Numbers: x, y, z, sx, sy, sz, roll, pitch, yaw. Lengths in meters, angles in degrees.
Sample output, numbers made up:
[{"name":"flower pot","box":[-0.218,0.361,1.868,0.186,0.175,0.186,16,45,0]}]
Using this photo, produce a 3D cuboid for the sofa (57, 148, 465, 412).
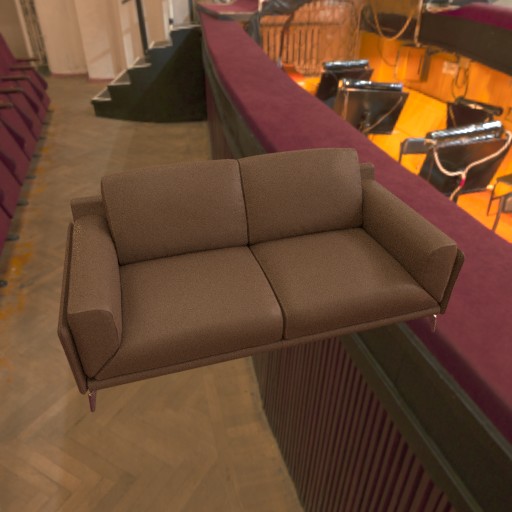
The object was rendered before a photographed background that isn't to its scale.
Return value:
[{"name":"sofa","box":[0.000,0.000,2.622,2.101,0.930,1.049,-9,34,-14]}]
